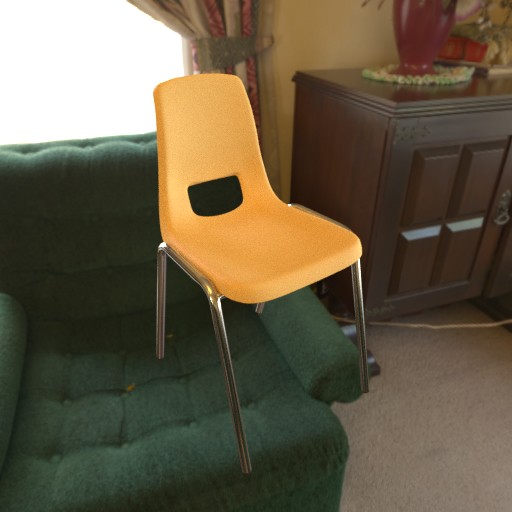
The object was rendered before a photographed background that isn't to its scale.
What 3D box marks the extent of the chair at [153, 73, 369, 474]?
[{"bbox_3d":[0.000,0.000,0.973,0.381,0.704,0.436,-20,35,-32],"label":"chair"}]
